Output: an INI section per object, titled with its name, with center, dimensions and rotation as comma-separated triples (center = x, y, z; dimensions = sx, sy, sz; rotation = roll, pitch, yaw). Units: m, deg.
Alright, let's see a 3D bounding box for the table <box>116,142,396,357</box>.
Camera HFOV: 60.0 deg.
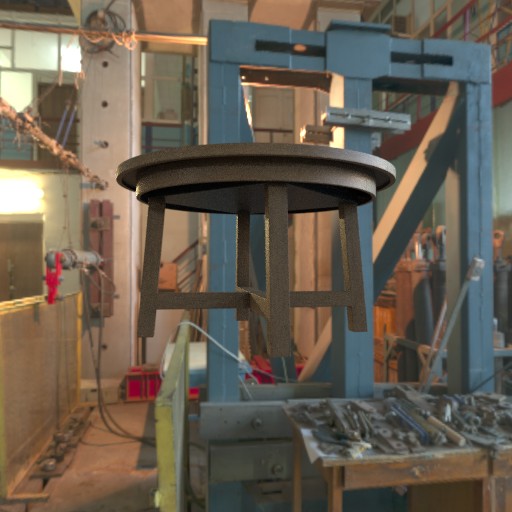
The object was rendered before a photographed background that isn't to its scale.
[table]
center = 0.000, 0.000, 2.186
dimensions = 1.319, 0.762, 1.319
rotation = 0, -1, 0
